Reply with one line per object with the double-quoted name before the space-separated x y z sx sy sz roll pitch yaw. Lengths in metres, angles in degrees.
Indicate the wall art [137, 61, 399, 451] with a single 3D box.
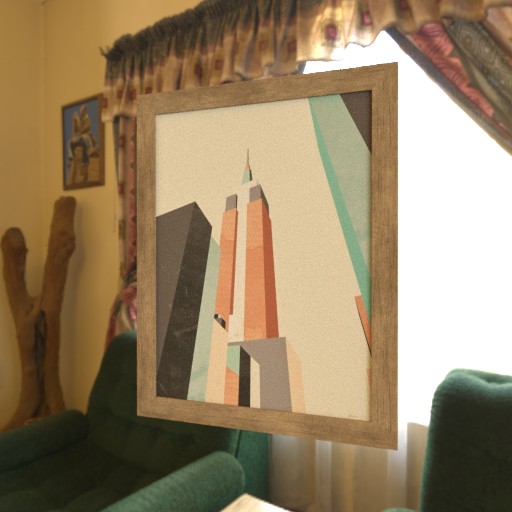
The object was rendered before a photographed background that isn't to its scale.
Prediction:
"wall art" 0.000 0.000 0.873 0.534 0.686 0.018 0 0 19
